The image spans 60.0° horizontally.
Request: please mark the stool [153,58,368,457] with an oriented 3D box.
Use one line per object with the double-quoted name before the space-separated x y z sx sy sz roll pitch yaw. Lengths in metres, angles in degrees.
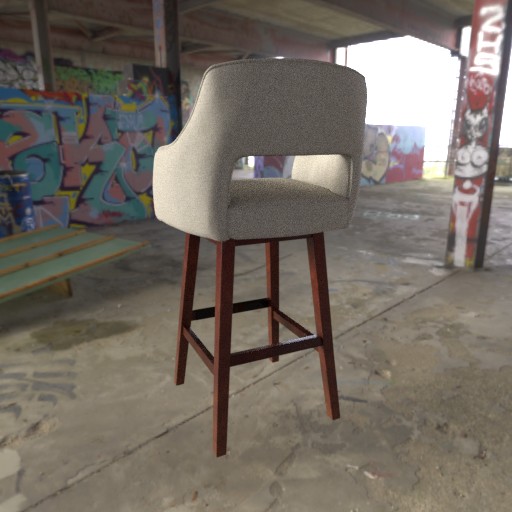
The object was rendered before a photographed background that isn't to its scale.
"stool" 0.000 0.000 1.360 0.550 1.041 0.560 -7 17 -25
